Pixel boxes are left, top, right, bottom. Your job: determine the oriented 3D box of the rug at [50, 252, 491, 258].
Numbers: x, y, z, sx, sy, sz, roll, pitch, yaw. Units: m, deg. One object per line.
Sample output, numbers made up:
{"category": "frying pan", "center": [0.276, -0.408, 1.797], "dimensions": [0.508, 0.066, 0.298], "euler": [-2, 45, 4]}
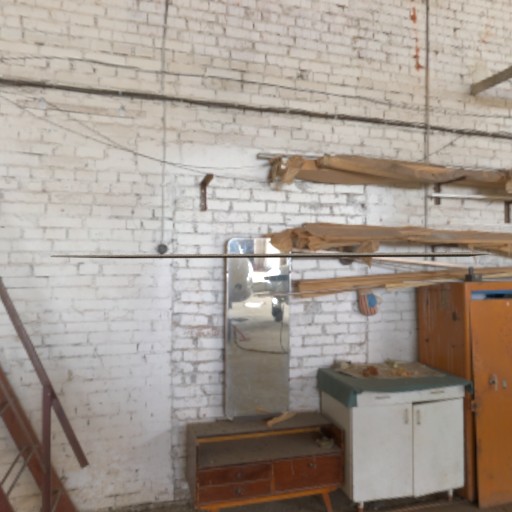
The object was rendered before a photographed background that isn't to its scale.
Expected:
{"category": "rug", "center": [0.000, 0.000, 2.425], "dimensions": [2.196, 0.011, 0.662], "euler": [0, -1, 19]}
